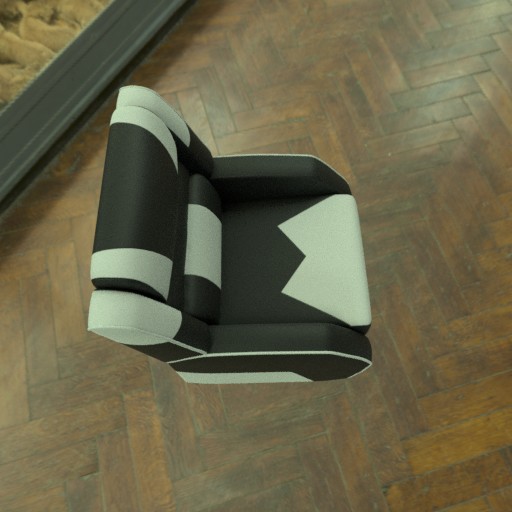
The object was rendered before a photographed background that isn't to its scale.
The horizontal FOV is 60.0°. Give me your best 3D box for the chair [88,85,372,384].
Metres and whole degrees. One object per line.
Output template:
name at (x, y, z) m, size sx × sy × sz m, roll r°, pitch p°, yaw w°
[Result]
chair at (0.000, 0.000, 1.296) m, size 0.672 × 0.805 × 0.620 m, roll -1°, pitch 66°, yaw -1°
